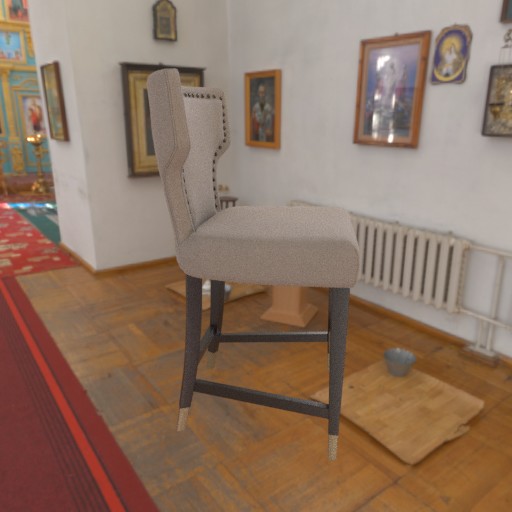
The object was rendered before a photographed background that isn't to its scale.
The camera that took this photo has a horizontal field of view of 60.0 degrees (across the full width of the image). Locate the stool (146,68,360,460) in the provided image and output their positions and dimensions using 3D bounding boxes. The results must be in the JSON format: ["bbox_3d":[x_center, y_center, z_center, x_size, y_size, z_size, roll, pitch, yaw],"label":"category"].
[{"bbox_3d":[0.000,0.000,1.317,0.563,0.982,0.527,2,16,8],"label":"stool"}]
